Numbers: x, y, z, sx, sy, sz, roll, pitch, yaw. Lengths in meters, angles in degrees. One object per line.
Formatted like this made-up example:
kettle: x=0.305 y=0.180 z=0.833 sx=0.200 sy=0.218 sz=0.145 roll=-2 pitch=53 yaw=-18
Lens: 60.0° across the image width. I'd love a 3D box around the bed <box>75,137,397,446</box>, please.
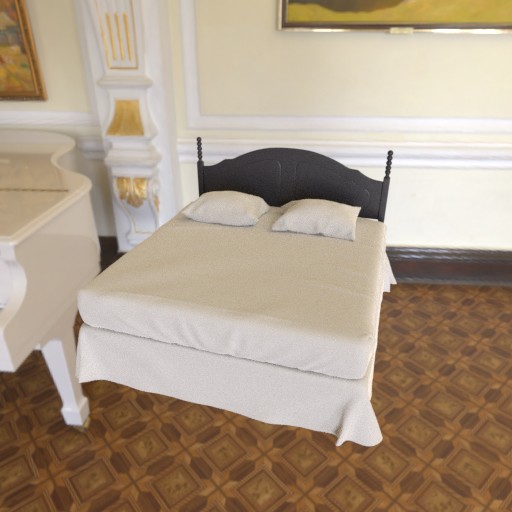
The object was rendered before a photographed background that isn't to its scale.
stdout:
bed: x=0.000 y=0.000 z=3.596 sx=2.322 sy=1.355 sz=2.219 roll=8 pitch=28 yaw=15
